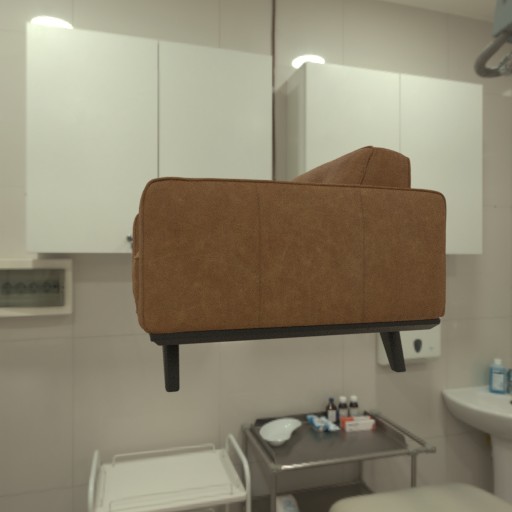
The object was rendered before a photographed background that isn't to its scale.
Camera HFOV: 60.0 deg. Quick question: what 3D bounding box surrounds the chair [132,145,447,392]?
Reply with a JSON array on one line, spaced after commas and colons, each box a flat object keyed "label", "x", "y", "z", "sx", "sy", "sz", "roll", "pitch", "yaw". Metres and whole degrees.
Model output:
[{"label": "chair", "x": 0.000, "y": 0.000, "z": 1.766, "sx": 0.952, "sy": 0.782, "sz": 1.118, "roll": 0, "pitch": 0, "yaw": -17}]
